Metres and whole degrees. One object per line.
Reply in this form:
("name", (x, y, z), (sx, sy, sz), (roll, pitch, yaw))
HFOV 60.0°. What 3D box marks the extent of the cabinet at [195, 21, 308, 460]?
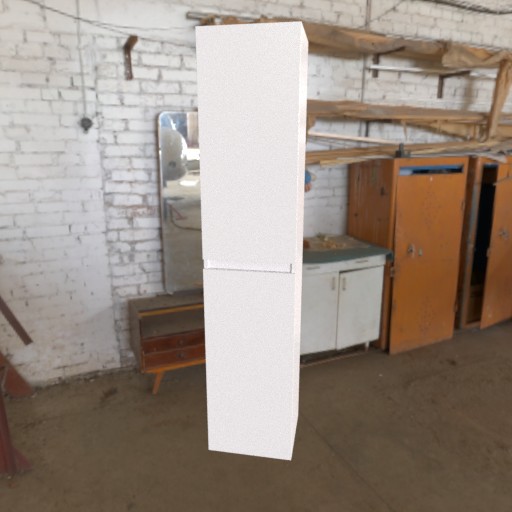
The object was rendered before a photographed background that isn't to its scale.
("cabinet", (0.000, 0.000, 1.534), (0.300, 1.400, 0.269), (3, 15, 10))
